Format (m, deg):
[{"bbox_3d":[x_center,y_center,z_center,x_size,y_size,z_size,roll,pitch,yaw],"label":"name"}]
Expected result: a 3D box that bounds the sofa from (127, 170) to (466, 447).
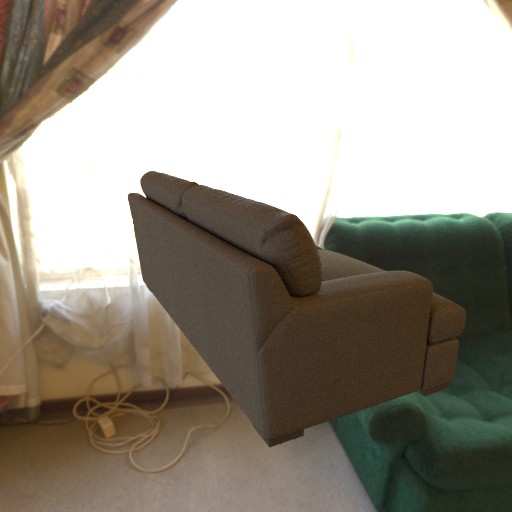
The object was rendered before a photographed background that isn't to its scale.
[{"bbox_3d":[0.000,0.000,2.773,1.140,0.950,2.271,-8,17,-25],"label":"sofa"}]
